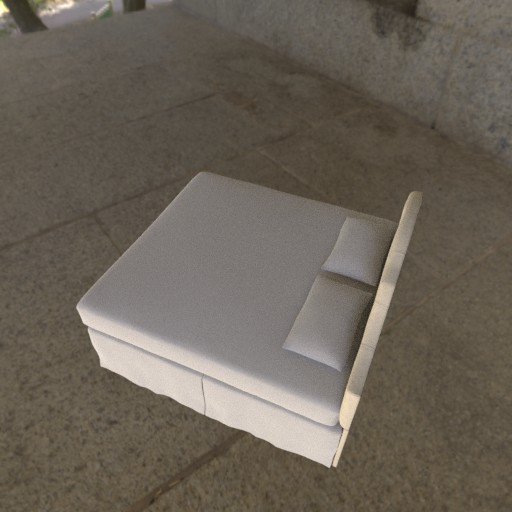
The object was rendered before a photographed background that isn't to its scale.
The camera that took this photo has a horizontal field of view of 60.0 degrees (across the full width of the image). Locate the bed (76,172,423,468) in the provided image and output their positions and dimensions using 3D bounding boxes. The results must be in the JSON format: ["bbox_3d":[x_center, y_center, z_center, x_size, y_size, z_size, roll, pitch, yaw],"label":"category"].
[{"bbox_3d":[0.000,0.000,3.455,2.086,1.555,2.012,18,48,17],"label":"bed"}]
